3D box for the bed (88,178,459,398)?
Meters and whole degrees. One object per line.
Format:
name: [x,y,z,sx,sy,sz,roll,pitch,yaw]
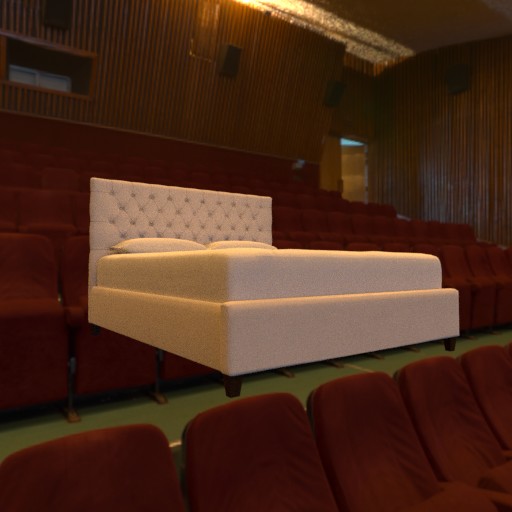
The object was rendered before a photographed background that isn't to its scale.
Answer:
bed: [0.000,0.000,3.682,2.078,1.427,2.387,1,-1,-36]
